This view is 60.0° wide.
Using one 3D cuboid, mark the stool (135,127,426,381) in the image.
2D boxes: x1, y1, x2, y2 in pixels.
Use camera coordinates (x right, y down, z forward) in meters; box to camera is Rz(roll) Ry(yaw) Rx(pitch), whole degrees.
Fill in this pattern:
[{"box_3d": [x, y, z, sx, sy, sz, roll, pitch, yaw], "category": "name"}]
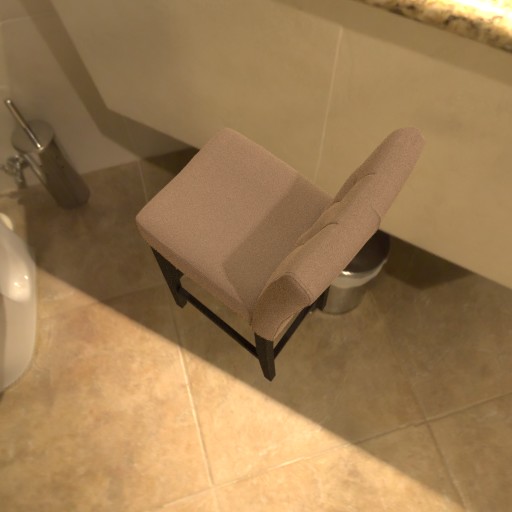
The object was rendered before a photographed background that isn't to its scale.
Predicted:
[{"box_3d": [0.000, 0.000, 1.291, 0.548, 1.047, 0.411, 34, 70, 14], "category": "stool"}]
